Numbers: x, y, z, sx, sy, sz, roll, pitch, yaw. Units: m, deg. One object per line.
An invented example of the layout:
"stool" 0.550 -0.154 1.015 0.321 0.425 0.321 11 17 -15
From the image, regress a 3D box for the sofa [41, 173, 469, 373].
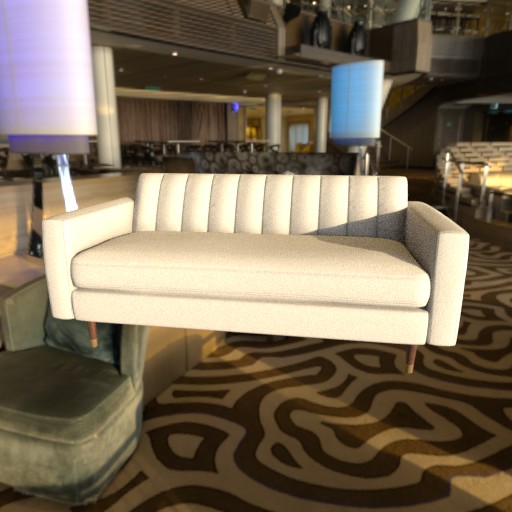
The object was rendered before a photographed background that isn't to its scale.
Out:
"sofa" 0.000 0.000 2.385 1.895 0.814 0.969 2 15 9
